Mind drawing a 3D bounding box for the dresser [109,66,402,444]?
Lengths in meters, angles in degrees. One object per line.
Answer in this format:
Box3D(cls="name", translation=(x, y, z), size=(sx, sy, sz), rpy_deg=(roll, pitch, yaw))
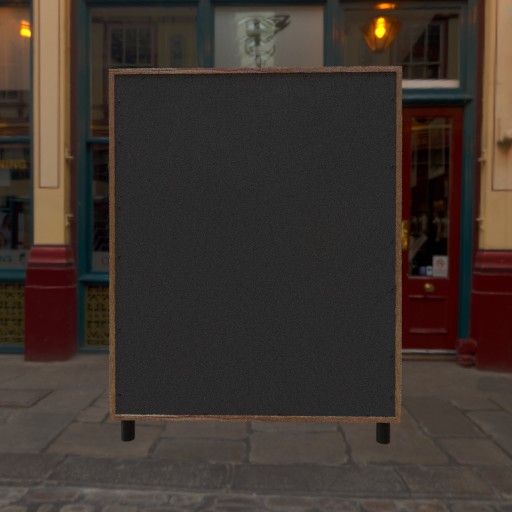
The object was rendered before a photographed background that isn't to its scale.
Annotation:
Box3D(cls="dresser", translation=(0.000, 0.000, 1.702), size=(0.966, 1.243, 0.480), rpy_deg=(0, 0, 1))
